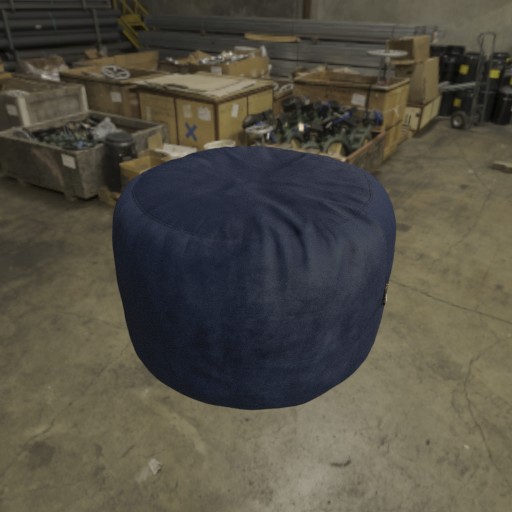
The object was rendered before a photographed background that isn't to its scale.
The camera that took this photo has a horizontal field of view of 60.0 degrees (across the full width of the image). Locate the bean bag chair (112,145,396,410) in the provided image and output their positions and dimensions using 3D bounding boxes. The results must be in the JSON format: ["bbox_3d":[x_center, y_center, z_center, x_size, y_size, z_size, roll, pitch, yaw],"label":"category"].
[{"bbox_3d":[0.000,0.000,2.019,1.219,0.762,1.219,0,31,0],"label":"bean bag chair"}]
